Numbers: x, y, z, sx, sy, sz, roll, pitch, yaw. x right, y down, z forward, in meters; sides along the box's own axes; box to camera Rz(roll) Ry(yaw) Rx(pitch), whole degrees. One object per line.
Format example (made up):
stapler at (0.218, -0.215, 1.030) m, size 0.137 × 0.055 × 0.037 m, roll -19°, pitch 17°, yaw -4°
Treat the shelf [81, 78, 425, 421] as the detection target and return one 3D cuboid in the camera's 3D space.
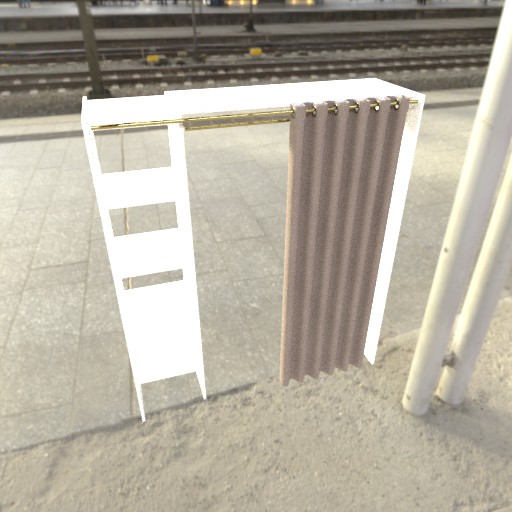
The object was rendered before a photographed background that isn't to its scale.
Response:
shelf at (0.000, 0.000, 2.625) m, size 1.600 × 1.820 × 0.500 m, roll -9°, pitch 33°, yaw -15°
